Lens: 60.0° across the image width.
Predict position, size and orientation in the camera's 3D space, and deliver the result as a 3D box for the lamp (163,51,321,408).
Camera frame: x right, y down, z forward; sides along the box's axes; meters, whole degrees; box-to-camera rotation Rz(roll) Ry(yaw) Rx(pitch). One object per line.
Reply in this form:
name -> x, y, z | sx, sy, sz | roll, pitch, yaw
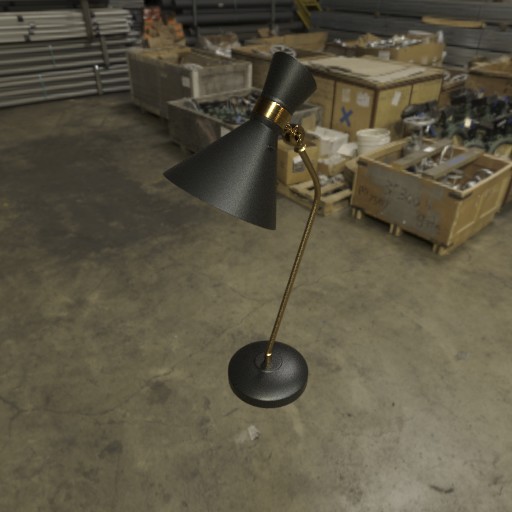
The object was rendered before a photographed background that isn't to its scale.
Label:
lamp -> 0.000, 0.000, 0.777 | 0.292, 0.647, 0.189 | -22, 39, -30
